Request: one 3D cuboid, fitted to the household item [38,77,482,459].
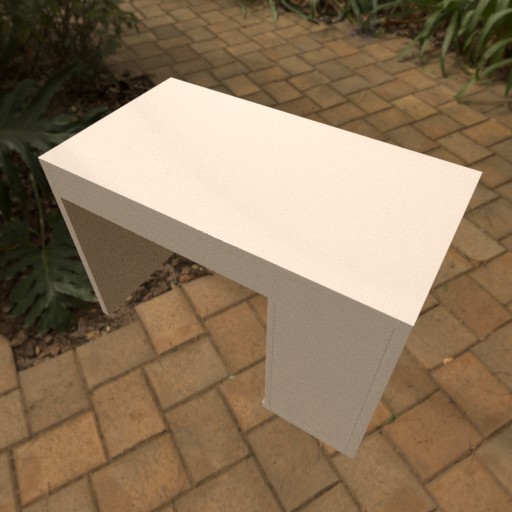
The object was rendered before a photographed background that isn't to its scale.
[{"bbox_3d":[0.000,0.000,1.518,1.100,0.749,0.597,24,51,21],"label":"household item"}]
